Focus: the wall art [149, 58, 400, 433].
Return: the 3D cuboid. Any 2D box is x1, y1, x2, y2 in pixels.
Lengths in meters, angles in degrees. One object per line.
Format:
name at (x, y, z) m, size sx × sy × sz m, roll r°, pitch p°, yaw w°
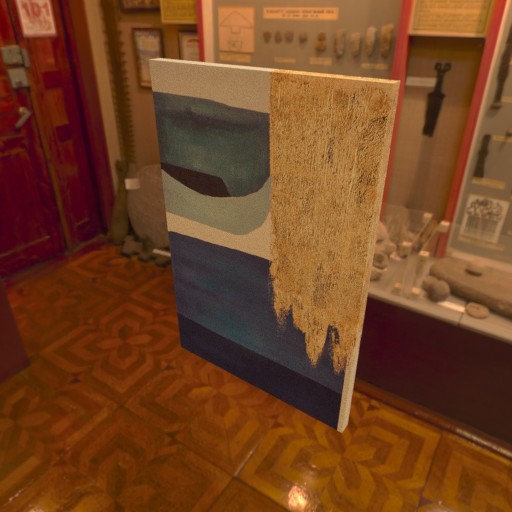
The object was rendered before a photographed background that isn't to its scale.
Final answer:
wall art at (0.000, 0.000, 1.161) m, size 0.607 × 0.911 × 0.039 m, roll 19°, pitch 35°, yaw 30°
